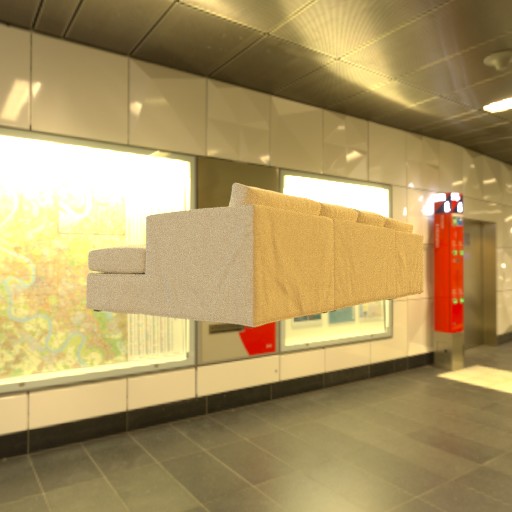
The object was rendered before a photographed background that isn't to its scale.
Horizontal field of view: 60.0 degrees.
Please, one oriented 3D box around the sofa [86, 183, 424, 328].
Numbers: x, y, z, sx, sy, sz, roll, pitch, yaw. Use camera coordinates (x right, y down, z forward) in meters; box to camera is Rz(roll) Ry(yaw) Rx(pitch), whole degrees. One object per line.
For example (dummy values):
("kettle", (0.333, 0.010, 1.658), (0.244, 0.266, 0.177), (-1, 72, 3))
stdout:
("sofa", (0.000, 0.000, 4.559), (2.427, 0.882, 3.460), (-1, -1, 36))
